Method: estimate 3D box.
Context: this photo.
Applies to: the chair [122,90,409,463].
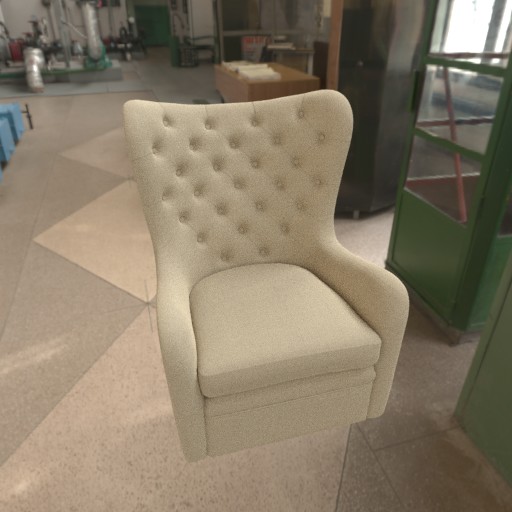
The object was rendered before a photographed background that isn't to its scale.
[{"bbox_3d":[0.000,0.000,1.687,0.831,1.079,0.929,-8,31,-14],"label":"chair"}]
